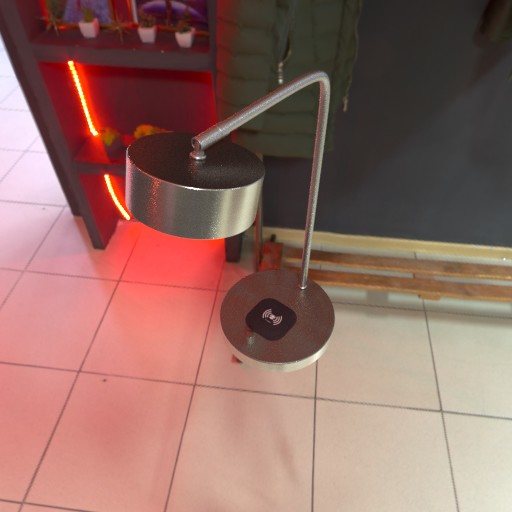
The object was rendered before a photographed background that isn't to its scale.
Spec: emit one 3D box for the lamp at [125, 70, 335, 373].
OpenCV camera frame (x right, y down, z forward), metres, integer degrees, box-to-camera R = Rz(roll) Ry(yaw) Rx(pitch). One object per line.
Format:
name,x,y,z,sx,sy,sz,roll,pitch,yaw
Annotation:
lamp,0.000,0.000,0.633,0.211,0.469,0.334,31,54,26
